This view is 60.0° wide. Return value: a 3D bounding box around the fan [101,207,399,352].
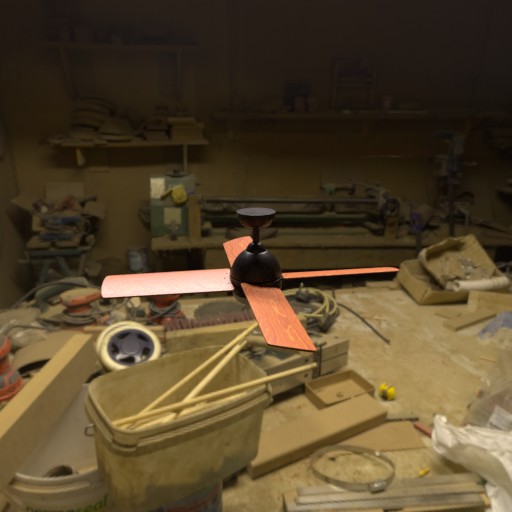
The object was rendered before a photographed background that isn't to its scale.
[{"bbox_3d":[0.000,0.000,1.970,1.332,0.403,1.332,-3,17,-10],"label":"fan"}]
